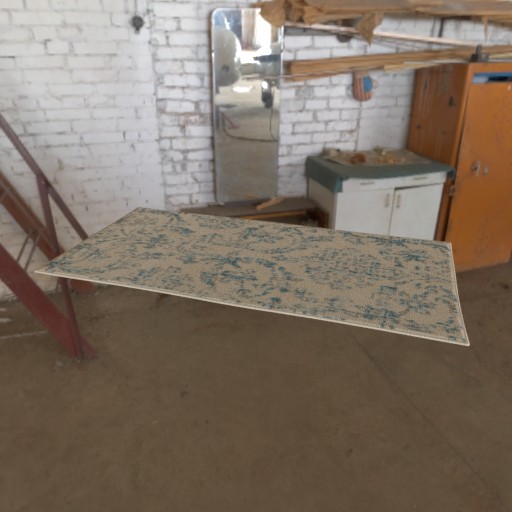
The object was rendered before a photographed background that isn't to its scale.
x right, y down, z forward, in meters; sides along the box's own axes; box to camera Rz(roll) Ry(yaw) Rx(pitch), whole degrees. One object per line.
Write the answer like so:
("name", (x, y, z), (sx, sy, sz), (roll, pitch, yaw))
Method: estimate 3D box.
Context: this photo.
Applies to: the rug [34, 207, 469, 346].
("rug", (0.000, 0.000, 1.434), (1.220, 0.007, 0.605), (8, 27, 16))
